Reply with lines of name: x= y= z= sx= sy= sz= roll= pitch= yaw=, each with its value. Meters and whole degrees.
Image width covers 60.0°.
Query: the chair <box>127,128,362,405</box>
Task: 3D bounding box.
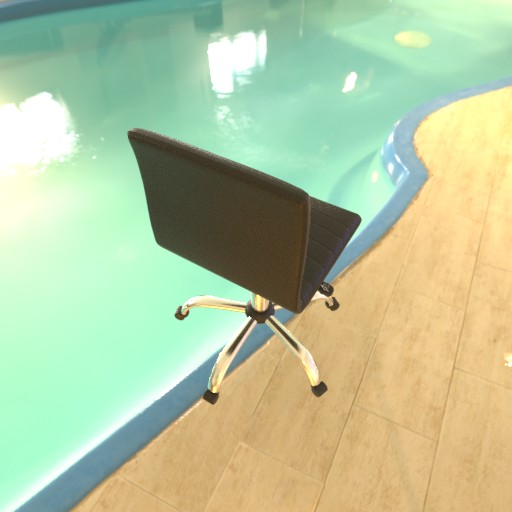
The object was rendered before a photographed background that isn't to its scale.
chair: x=0.000 y=0.000 z=1.148 sx=0.556 sy=0.780 sz=0.530 roll=25 pitch=52 yaw=21
